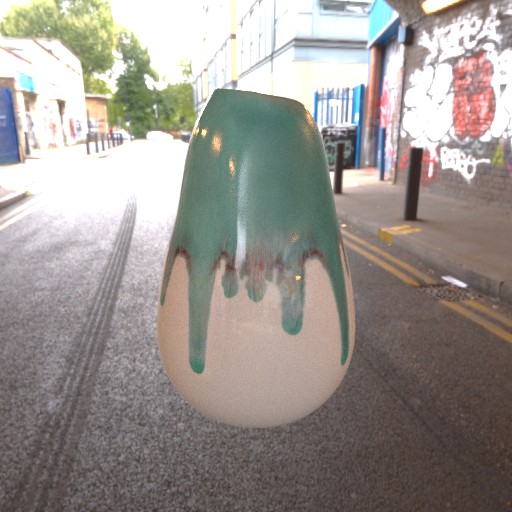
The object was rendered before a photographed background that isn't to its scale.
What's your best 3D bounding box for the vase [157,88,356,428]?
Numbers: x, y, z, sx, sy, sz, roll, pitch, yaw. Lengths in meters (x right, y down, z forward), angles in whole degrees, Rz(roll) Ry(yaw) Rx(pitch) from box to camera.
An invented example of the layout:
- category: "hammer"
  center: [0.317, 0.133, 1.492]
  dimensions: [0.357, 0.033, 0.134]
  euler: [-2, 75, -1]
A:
- category: "vase"
  center: [0.000, 0.000, 0.254]
  dimensions: [0.116, 0.179, 0.116]
  euler: [0, 16, 0]
